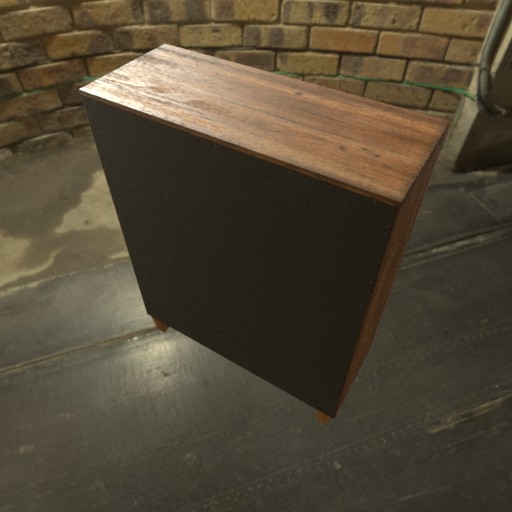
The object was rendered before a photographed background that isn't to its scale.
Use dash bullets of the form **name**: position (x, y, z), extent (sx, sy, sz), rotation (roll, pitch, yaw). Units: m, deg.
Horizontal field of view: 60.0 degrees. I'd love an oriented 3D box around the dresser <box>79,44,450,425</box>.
- **dresser**: position (0.000, 0.000, 1.851), extent (1.067, 1.359, 0.438), rotation (24, 51, 21)
